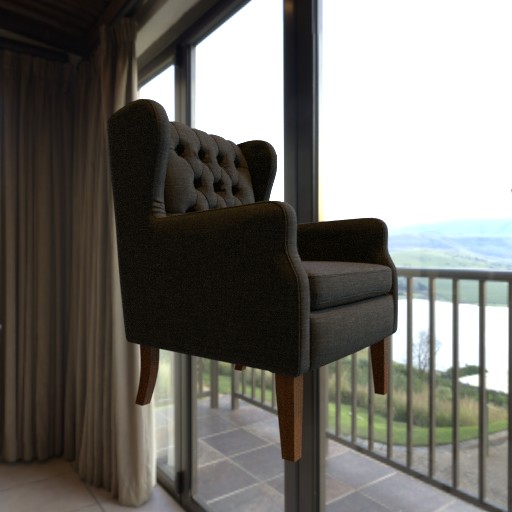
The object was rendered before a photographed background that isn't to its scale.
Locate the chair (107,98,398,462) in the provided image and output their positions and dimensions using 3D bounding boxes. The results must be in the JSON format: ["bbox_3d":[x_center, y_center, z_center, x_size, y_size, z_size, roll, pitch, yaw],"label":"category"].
[{"bbox_3d":[0.000,0.000,1.475,0.775,0.953,0.711,0,1,36],"label":"chair"}]
